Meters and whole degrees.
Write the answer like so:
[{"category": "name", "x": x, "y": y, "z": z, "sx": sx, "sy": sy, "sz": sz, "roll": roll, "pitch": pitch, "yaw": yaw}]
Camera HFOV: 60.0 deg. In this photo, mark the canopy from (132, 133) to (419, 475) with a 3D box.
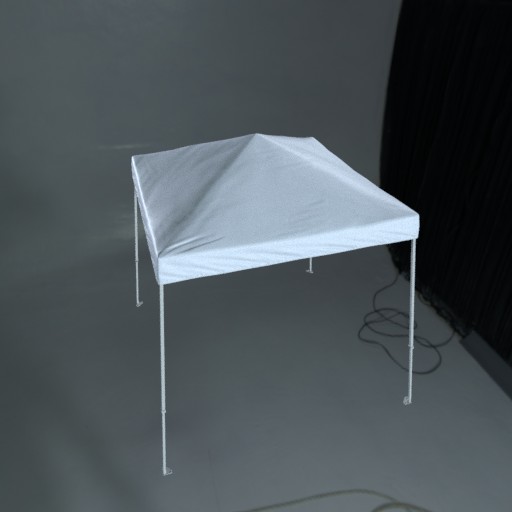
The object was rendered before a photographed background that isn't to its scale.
[{"category": "canopy", "x": 0.000, "y": 0.000, "z": 6.463, "sx": 3.600, "sy": 3.600, "sz": 3.599, "roll": -10, "pitch": 34, "yaw": -15}]
